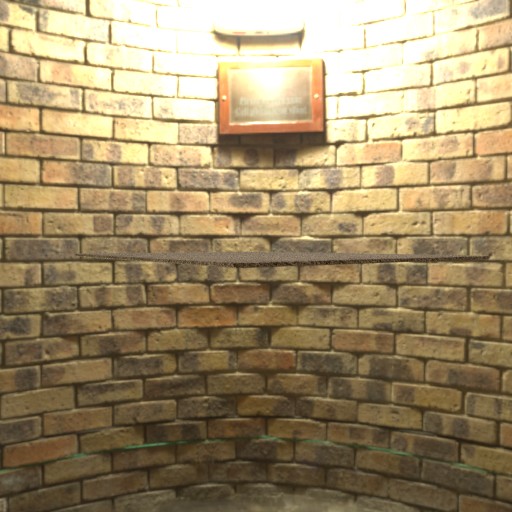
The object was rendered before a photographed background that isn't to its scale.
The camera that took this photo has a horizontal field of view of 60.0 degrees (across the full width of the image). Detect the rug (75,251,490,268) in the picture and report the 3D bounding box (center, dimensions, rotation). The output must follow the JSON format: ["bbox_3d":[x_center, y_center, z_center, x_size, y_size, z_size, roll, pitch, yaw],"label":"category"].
[{"bbox_3d":[0.000,0.000,4.057,2.438,0.029,3.047,-1,2,-36],"label":"rug"}]
